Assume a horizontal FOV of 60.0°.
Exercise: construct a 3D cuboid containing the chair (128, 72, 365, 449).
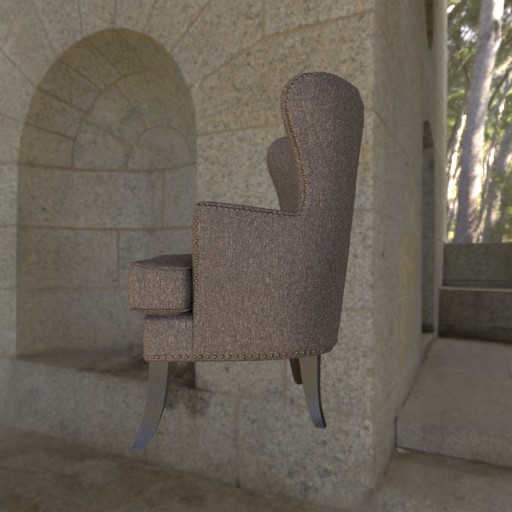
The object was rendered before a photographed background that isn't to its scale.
[{"bbox_3d":[0.000,0.000,1.599,0.758,1.060,0.759,0,-1,-2],"label":"chair"}]
